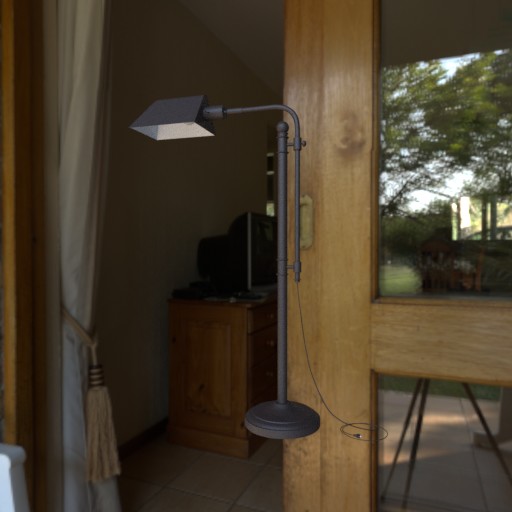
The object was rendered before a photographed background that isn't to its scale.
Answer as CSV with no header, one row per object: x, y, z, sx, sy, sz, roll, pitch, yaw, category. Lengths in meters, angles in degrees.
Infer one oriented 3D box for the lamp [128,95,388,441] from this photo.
0.000,0.000,0.950,0.545,0.708,0.159,0,1,17,lamp
